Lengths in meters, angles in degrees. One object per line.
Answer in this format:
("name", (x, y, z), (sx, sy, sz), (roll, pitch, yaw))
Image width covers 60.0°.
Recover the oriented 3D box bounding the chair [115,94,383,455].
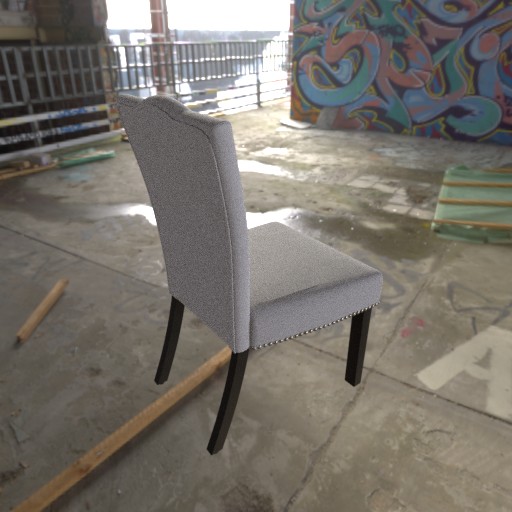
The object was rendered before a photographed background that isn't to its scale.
("chair", (0.000, 0.000, 1.322), (0.589, 0.946, 0.518), (-19, 32, -32))
